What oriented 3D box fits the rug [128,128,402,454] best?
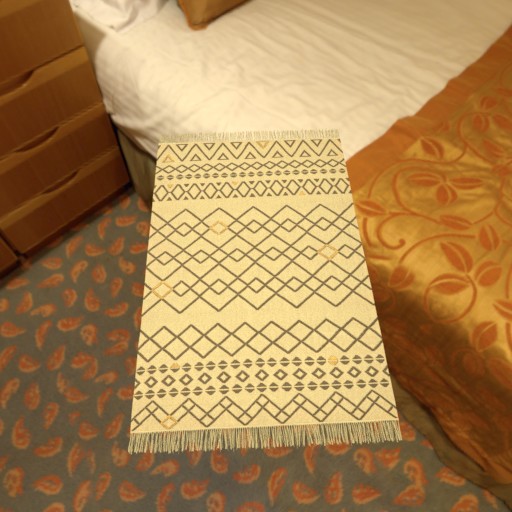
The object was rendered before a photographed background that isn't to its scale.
[{"bbox_3d":[0.000,0.000,3.046,1.495,0.035,2.472,-2,58,-1],"label":"rug"}]
